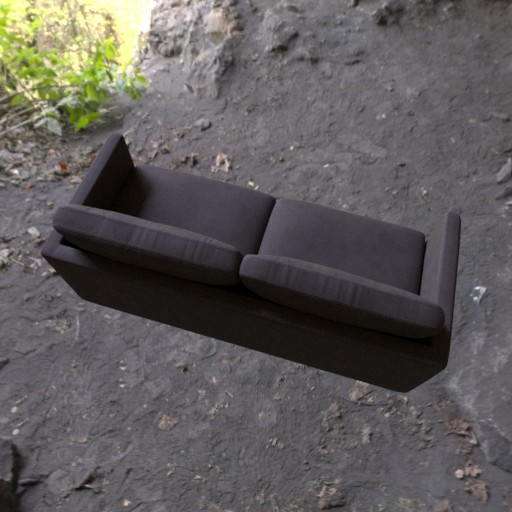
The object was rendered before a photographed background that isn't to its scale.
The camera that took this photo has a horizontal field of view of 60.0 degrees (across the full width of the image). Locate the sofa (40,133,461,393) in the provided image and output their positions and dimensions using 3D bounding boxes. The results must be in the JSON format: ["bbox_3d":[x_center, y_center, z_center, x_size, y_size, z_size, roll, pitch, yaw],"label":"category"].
[{"bbox_3d":[0.000,0.000,2.701,2.208,0.965,0.951,15,63,8],"label":"sofa"}]
